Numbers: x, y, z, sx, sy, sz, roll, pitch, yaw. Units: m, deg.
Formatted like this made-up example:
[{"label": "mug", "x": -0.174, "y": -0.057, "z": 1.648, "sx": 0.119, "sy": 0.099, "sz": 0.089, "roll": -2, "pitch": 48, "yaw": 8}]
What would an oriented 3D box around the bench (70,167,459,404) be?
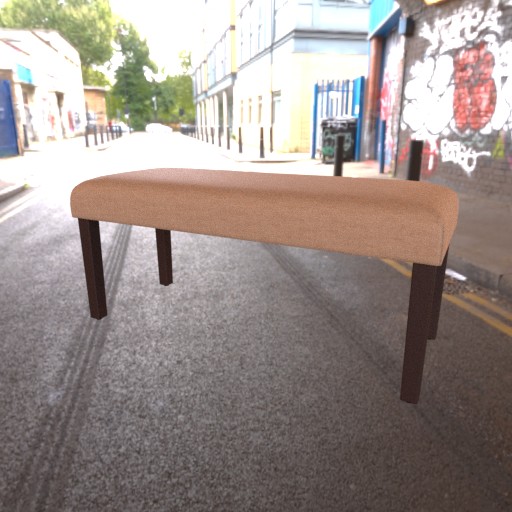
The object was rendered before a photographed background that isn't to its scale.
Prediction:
[{"label": "bench", "x": 0.000, "y": 0.000, "z": 1.278, "sx": 1.013, "sy": 0.456, "sz": 0.407, "roll": 8, "pitch": 19, "yaw": 26}]
